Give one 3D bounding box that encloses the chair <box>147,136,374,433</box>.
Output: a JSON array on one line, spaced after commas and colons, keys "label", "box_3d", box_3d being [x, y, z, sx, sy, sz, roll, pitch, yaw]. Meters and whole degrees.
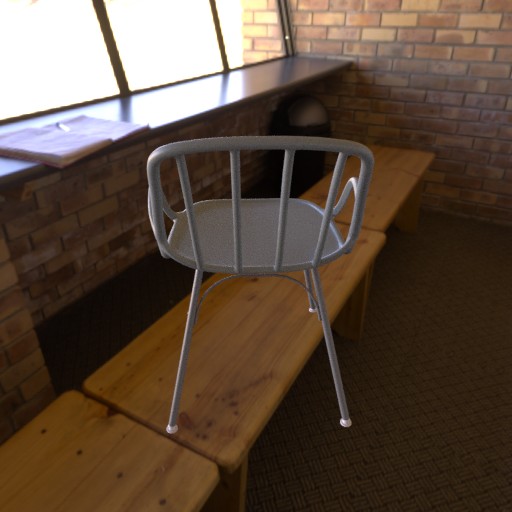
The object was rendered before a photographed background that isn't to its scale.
[{"label": "chair", "box_3d": [0.000, 0.000, 1.230, 0.549, 0.816, 0.597, -1, 30, -2]}]
